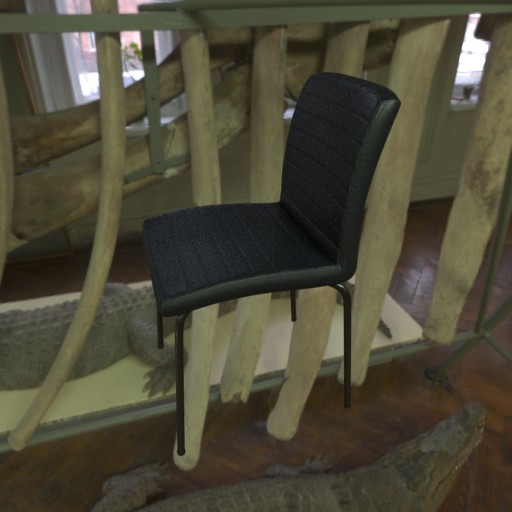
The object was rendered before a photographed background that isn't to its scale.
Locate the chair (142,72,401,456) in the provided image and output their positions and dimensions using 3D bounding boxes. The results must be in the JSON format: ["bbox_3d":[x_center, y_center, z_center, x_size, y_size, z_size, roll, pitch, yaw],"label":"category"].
[{"bbox_3d":[0.000,0.000,1.198,0.572,0.872,0.450,-9,32,-15],"label":"chair"}]
